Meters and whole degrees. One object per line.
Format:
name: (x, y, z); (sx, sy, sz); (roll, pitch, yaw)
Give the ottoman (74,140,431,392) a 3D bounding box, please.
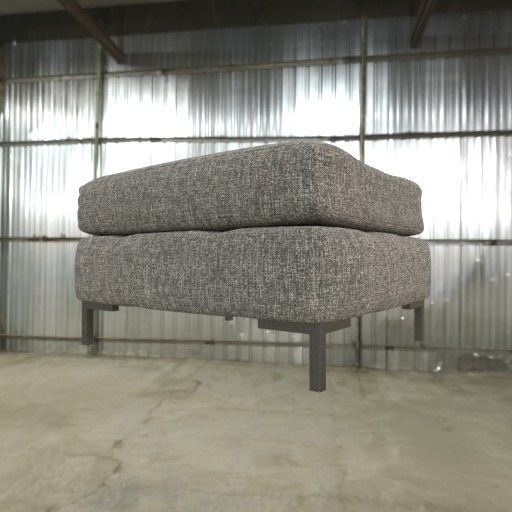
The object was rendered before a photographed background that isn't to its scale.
ottoman: (0.000, 0.000, 1.235); (0.828, 0.480, 0.683); (0, -1, 37)
